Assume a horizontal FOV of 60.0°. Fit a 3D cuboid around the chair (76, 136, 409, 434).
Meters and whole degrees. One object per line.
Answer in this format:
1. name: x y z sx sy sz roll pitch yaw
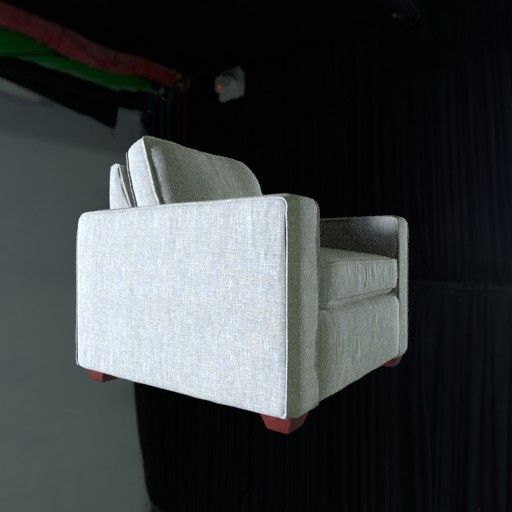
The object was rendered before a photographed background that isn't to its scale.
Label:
1. chair: 0.000 0.000 1.751 0.940 0.914 1.016 0 1 35
